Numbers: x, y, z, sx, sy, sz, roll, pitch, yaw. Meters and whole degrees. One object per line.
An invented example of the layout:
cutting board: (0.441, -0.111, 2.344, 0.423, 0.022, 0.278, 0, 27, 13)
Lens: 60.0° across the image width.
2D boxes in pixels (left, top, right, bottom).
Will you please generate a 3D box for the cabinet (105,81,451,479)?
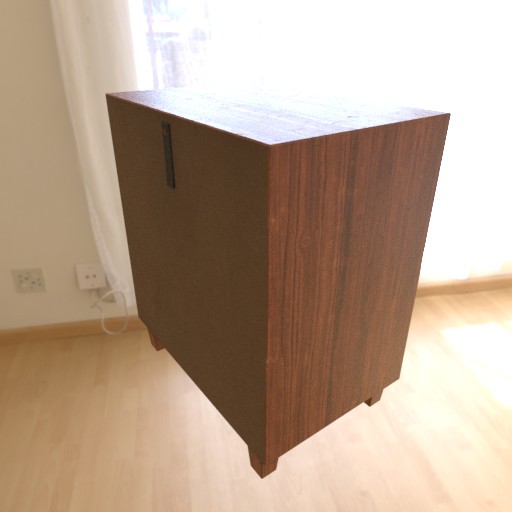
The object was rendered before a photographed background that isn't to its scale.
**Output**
cabinet: (0.000, 0.000, 1.047, 0.410, 0.695, 0.607, -19, 33, -32)
